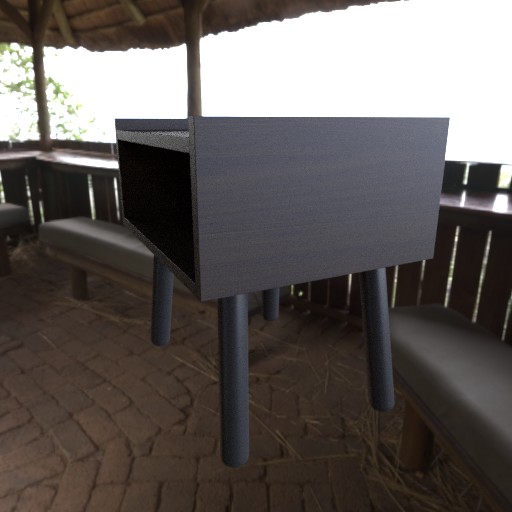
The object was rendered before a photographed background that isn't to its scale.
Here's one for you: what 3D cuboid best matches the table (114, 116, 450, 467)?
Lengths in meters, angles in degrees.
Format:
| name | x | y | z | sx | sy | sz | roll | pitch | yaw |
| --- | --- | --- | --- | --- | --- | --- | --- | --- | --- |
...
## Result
| name | x | y | z | sx | sy | sz | roll | pitch | yaw |
| --- | --- | --- | --- | --- | --- | --- | --- | --- | --- |
| table | 0.000 | 0.000 | 0.789 | 0.370 | 0.470 | 0.450 | -8 | 19 | -26 |
